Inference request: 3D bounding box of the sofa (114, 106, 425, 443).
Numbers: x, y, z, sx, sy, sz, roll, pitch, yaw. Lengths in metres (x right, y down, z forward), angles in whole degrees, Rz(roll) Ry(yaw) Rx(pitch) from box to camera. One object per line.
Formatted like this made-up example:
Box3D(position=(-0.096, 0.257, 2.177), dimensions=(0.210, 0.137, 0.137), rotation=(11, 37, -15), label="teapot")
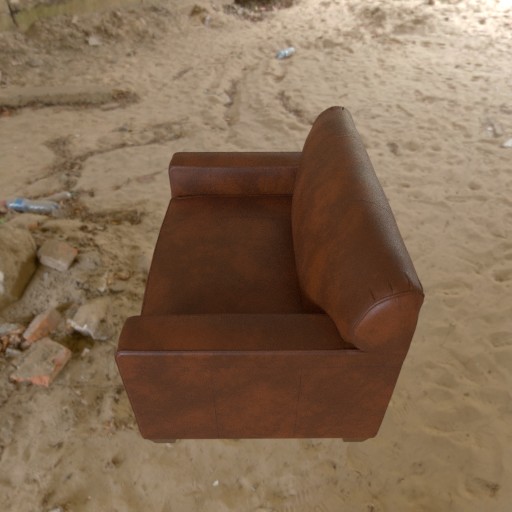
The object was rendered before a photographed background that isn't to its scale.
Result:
Box3D(position=(0.000, 0.000, 2.044), dimensions=(1.000, 0.956, 1.413), rotation=(0, 40, 0), label="sofa")
